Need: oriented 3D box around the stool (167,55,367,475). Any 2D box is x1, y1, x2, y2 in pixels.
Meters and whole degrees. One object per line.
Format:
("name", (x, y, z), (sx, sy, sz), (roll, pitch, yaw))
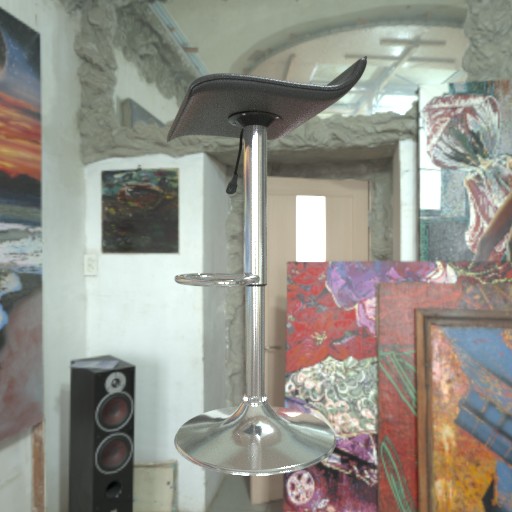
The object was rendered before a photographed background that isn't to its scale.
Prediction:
("stool", (0.000, 0.000, 1.049), (0.381, 0.851, 0.381), (0, 0, -18))
